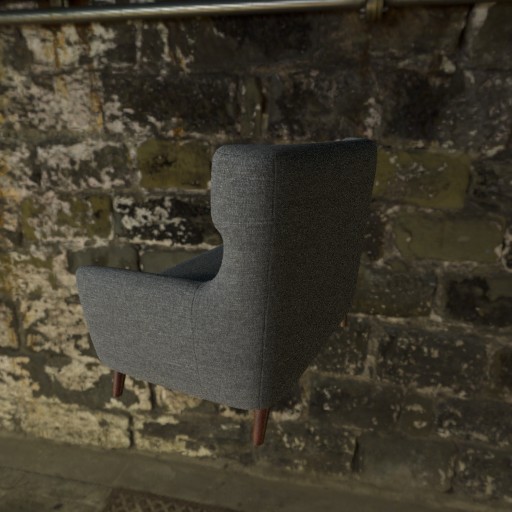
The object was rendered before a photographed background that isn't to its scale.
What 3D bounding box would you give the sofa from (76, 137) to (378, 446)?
[{"bbox_3d":[0.000,0.000,2.017,0.874,1.028,1.358,8,18,25],"label":"sofa"}]
